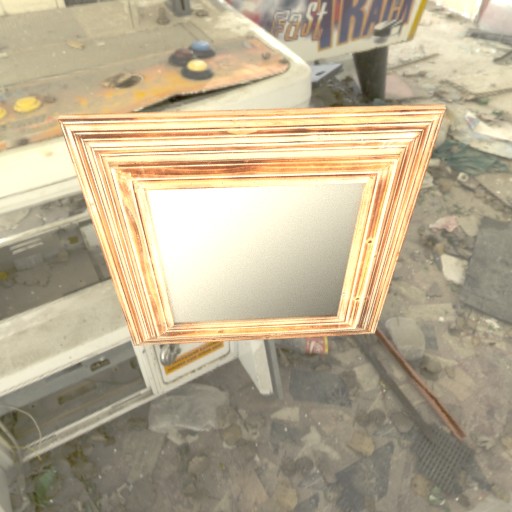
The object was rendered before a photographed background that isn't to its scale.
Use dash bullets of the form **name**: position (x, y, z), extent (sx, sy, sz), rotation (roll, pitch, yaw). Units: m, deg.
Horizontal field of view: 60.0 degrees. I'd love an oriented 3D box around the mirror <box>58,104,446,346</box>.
- **mirror**: position (0.000, 0.000, 1.191), extent (0.804, 0.804, 0.061), rotation (-2, 45, -2)
